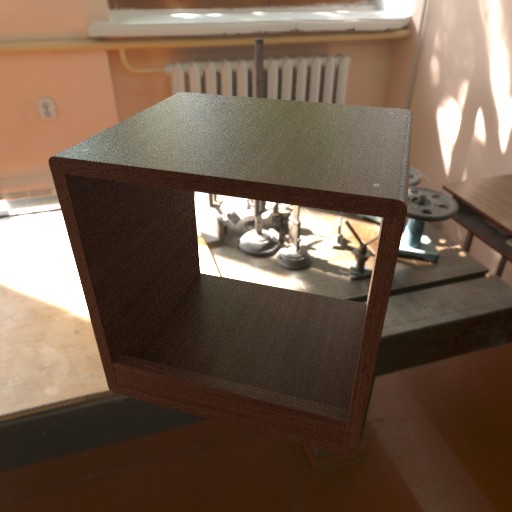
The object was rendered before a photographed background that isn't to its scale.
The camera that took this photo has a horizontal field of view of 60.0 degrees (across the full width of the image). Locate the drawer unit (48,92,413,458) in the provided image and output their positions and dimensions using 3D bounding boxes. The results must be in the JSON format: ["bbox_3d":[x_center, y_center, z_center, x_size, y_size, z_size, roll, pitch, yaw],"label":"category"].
[{"bbox_3d":[0.000,0.000,0.611,0.349,0.351,0.290,10,34,15],"label":"drawer unit"}]
